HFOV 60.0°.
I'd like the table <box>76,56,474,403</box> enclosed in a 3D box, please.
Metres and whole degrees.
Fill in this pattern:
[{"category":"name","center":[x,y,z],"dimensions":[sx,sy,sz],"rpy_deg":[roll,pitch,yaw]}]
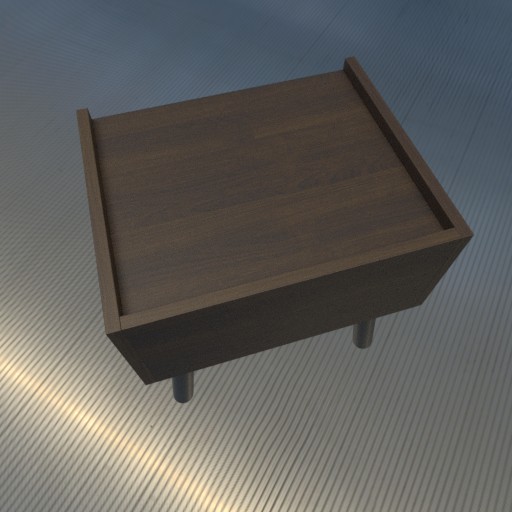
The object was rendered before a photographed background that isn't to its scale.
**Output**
[{"category":"table","center":[0.000,0.000,0.805],"dimensions":[0.450,0.470,0.370],"rpy_deg":[-14,60,-9]}]
